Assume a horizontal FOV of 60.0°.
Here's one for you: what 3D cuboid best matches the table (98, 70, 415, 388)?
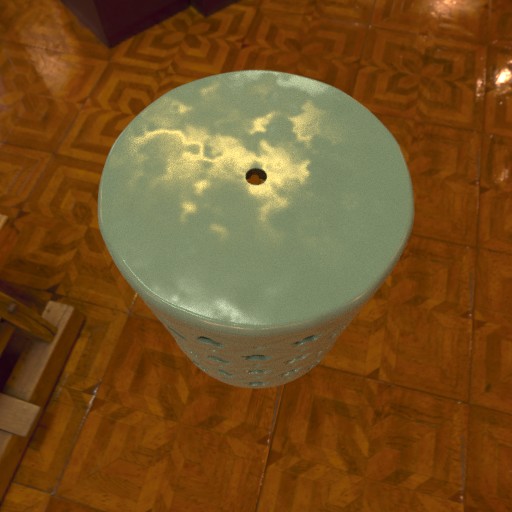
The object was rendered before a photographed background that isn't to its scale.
[{"bbox_3d":[0.000,0.000,0.657,0.352,0.387,0.352,0,63,0],"label":"table"}]
